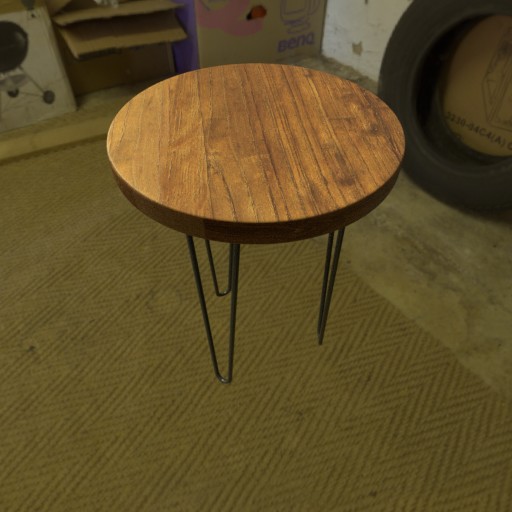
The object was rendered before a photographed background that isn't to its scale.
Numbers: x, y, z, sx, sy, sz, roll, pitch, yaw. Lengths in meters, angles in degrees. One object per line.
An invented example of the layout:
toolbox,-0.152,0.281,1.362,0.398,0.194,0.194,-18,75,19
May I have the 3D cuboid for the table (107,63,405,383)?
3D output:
table,0.000,0.000,0.793,0.400,0.520,0.400,0,46,0
